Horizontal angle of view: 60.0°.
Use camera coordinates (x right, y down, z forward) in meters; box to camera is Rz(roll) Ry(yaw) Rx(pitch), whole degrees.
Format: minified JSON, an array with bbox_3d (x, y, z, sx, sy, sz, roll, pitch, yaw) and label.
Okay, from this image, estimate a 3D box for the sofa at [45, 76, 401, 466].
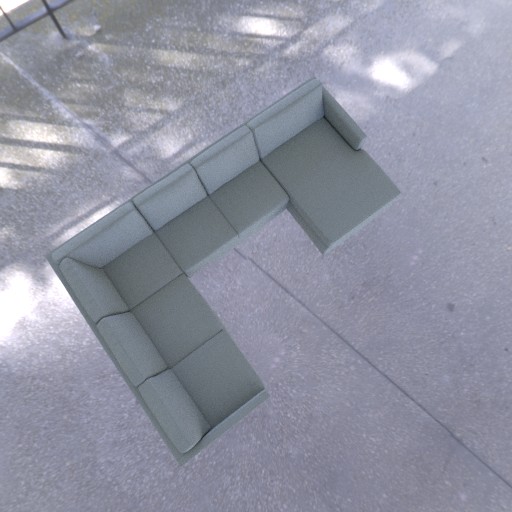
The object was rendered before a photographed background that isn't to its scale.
[{"bbox_3d":[0.000,0.000,4.651,3.460,0.882,2.427,-36,79,-8],"label":"sofa"}]
